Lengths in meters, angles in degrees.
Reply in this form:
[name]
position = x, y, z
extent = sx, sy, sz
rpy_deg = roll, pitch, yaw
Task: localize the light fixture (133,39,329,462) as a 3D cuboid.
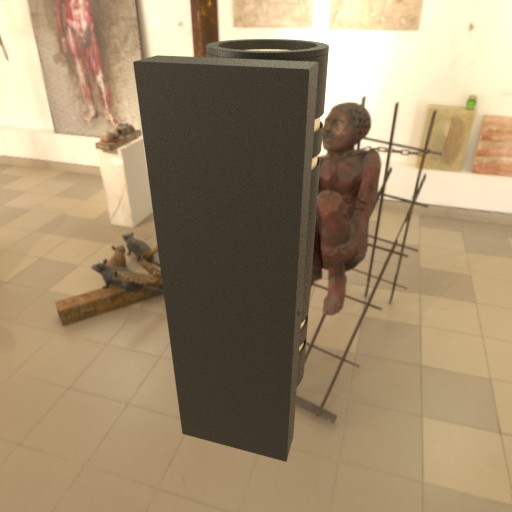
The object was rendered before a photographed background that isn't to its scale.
[light fixture]
position = 0.000, 0.000, 0.389
extent = 0.105, 0.330, 0.149
rpy_deg = 9, 32, 14
